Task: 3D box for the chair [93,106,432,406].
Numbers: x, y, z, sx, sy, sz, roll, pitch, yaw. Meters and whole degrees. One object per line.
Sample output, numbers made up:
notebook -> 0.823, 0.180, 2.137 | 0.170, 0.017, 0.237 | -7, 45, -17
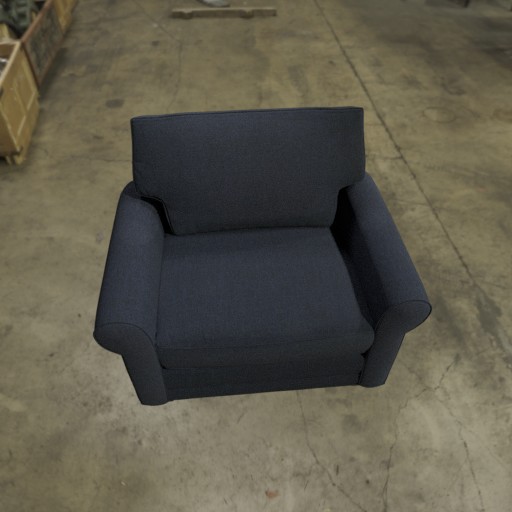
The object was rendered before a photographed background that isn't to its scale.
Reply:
chair -> 0.000, 0.000, 2.020 | 1.285, 1.044, 0.963 | -4, 46, -4
